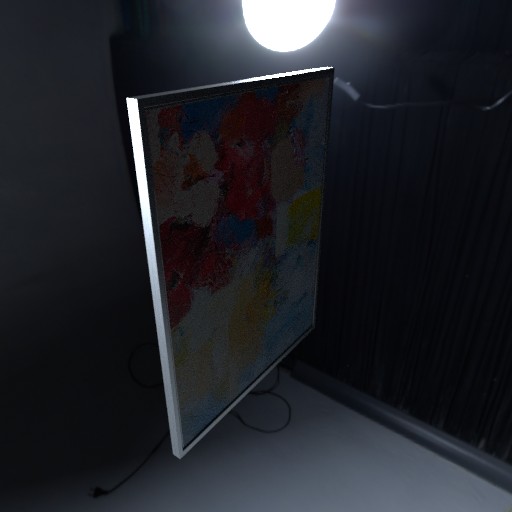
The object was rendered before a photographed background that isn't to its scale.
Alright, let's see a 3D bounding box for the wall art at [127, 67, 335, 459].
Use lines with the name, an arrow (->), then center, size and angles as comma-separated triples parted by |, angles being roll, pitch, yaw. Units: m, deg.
wall art -> 0.000, 0.000, 1.403 | 0.030, 1.046, 0.816 | 19, 34, 32
